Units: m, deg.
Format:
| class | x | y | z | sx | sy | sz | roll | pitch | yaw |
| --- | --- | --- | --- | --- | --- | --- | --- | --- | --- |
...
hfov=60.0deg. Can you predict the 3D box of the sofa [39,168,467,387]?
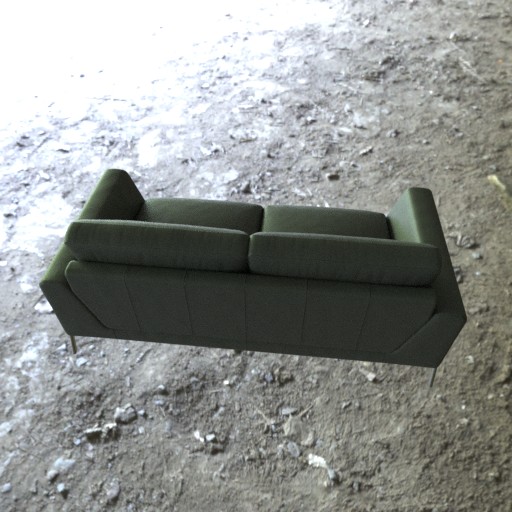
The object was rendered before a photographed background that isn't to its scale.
| class | x | y | z | sx | sy | sz | roll | pitch | yaw |
| --- | --- | --- | --- | --- | --- | --- | --- | --- | --- |
| sofa | 0.000 | 0.000 | 2.483 | 2.017 | 0.875 | 0.953 | 4 | 46 | 4 |
